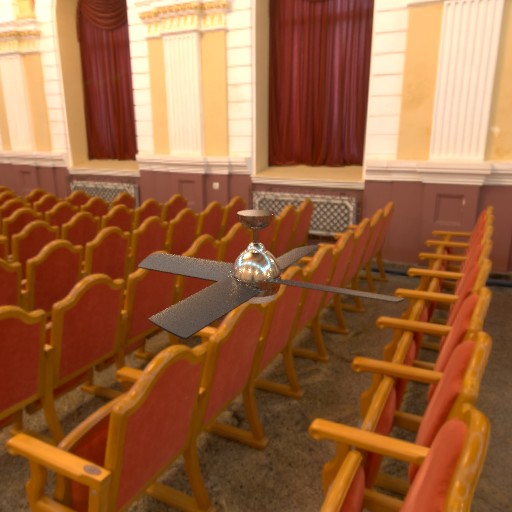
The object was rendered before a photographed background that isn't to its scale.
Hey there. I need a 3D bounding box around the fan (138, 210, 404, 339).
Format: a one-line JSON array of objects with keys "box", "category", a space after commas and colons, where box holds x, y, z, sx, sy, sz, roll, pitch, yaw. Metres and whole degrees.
[{"box": [0.000, 0.000, 2.047, 1.332, 0.403, 1.332, 8, 17, 27], "category": "fan"}]
